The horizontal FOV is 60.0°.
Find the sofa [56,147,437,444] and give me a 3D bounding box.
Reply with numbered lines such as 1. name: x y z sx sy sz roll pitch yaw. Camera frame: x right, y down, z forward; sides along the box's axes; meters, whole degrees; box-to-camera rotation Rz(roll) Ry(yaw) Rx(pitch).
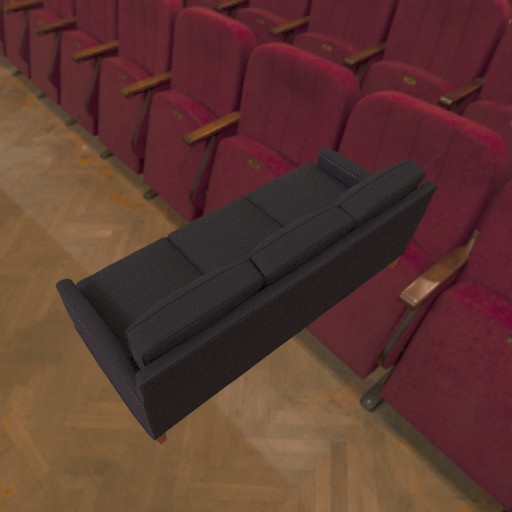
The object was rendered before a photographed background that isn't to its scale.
1. sofa: 0.000 0.000 2.880 2.246 1.003 1.084 -31 54 -26
